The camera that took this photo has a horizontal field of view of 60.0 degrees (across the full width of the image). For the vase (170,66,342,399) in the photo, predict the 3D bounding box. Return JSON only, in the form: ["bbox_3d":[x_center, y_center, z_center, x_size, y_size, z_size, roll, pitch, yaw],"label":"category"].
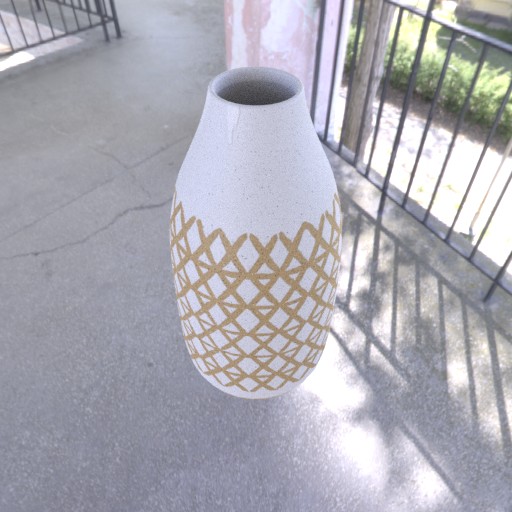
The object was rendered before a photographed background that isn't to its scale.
[{"bbox_3d":[0.000,0.000,0.483,0.186,0.380,0.186,0,45,0],"label":"vase"}]
